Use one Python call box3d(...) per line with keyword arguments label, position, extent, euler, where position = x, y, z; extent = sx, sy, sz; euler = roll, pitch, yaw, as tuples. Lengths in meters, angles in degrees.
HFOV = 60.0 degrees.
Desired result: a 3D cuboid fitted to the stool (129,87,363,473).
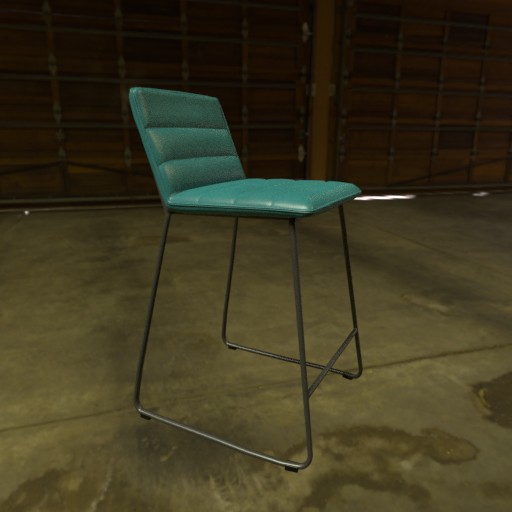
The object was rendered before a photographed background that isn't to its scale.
box3d(label="stool", position=(0.000, 0.000, 1.213), extent=(0.524, 0.866, 0.489), euler=(8, 17, 27))
